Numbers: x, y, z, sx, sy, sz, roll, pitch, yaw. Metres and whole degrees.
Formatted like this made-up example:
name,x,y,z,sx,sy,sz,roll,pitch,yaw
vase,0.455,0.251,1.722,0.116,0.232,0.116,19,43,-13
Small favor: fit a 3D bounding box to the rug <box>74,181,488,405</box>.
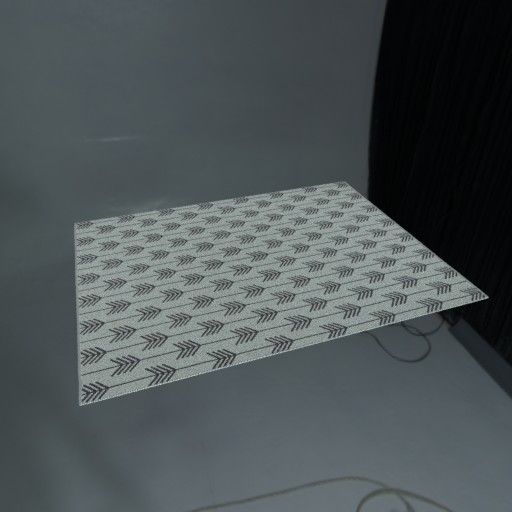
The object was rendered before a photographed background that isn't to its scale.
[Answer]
name,x,y,z,sx,sy,sz,roll,pitch,yaw
rug,0.000,0.000,3.972,3.061,0.010,2.330,-11,35,-16
